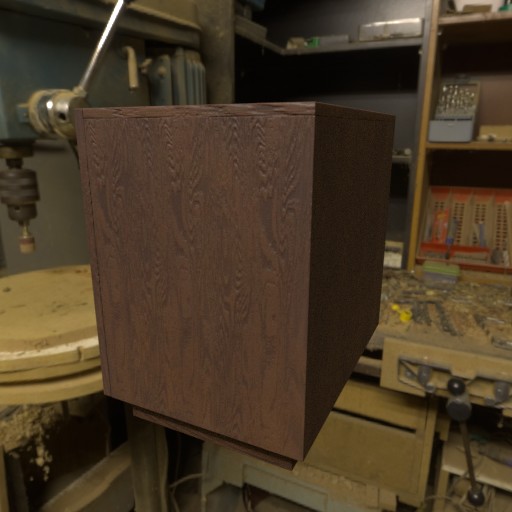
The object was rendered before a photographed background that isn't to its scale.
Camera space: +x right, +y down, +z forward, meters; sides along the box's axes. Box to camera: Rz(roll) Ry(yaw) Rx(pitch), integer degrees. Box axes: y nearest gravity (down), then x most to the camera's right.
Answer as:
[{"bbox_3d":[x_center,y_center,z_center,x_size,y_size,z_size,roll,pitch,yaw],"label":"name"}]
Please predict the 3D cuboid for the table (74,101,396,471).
[{"bbox_3d":[0.000,0.000,0.949,0.439,0.585,0.560,8,18,25],"label":"table"}]
